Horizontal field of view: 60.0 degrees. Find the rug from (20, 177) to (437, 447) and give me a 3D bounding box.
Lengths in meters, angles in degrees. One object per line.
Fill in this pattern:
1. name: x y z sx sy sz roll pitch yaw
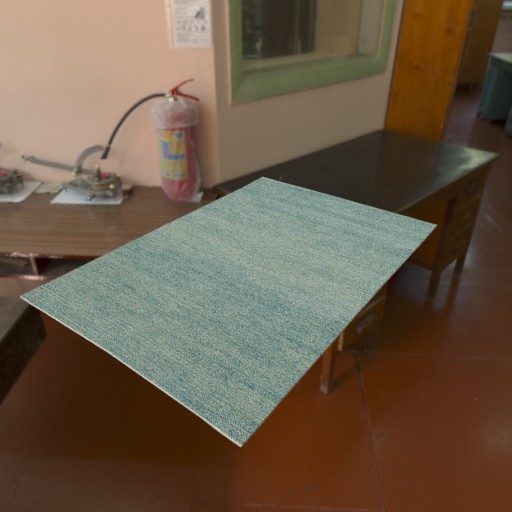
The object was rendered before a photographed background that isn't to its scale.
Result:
1. rug: 0.000 0.000 2.867 1.593 0.029 2.305 22 37 31
